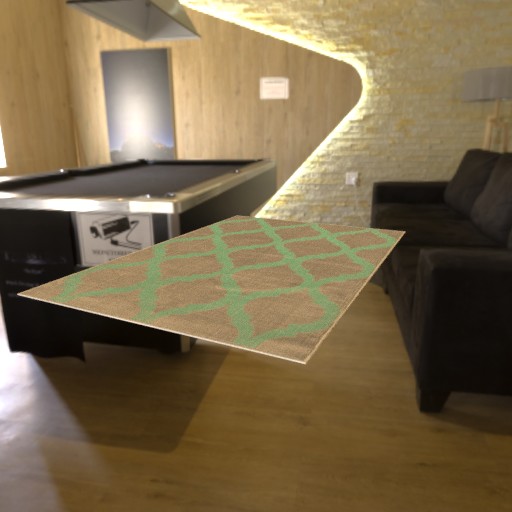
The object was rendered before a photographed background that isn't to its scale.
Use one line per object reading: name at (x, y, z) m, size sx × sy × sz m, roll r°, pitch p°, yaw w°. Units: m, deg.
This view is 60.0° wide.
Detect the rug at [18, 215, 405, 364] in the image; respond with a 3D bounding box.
rug at (0.000, 0.000, 2.869) m, size 1.524 × 0.006 × 2.286 m, roll 8°, pitch 18°, yaw 25°
